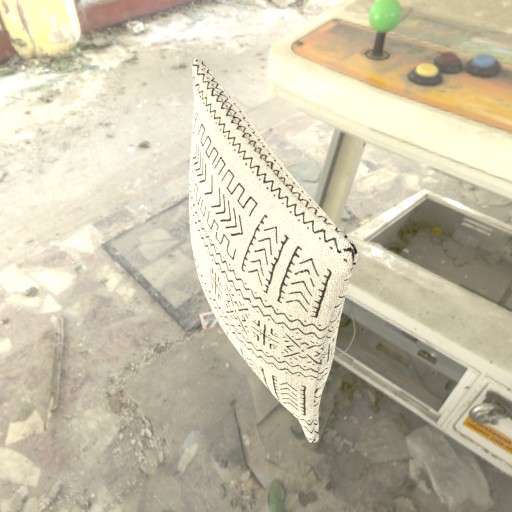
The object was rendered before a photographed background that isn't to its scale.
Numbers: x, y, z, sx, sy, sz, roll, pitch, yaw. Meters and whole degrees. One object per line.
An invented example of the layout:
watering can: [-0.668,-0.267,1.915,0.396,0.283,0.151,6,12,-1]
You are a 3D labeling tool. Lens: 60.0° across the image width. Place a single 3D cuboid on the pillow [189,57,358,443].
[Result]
pillow: [0.000,0.000,0.665,0.164,0.430,0.438,-18,49,-16]
